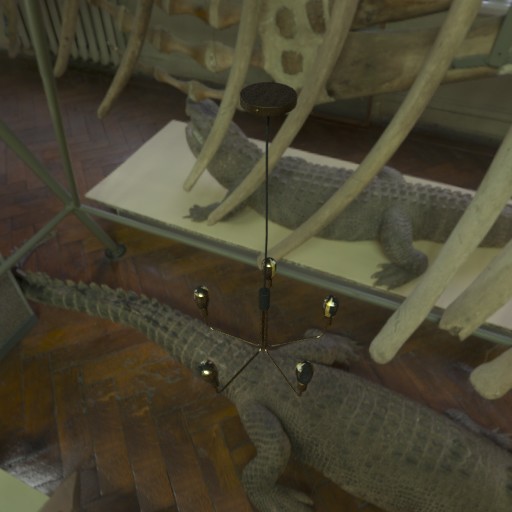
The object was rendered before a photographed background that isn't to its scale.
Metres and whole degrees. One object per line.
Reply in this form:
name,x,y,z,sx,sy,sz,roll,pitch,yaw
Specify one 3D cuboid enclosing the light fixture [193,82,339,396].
light fixture,0.000,0.000,1.406,0.532,1.059,0.588,17,47,16
